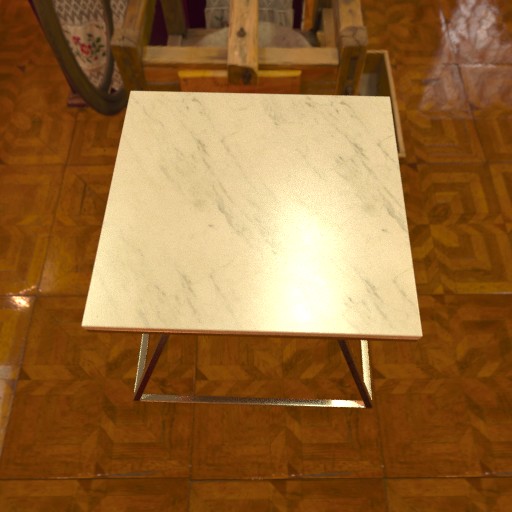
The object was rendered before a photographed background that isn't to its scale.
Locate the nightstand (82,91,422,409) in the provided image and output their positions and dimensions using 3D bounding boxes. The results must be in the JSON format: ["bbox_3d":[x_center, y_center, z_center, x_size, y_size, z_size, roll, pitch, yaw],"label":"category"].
[{"bbox_3d":[0.000,0.000,0.882,0.513,0.426,0.514,2,64,1],"label":"nightstand"}]
